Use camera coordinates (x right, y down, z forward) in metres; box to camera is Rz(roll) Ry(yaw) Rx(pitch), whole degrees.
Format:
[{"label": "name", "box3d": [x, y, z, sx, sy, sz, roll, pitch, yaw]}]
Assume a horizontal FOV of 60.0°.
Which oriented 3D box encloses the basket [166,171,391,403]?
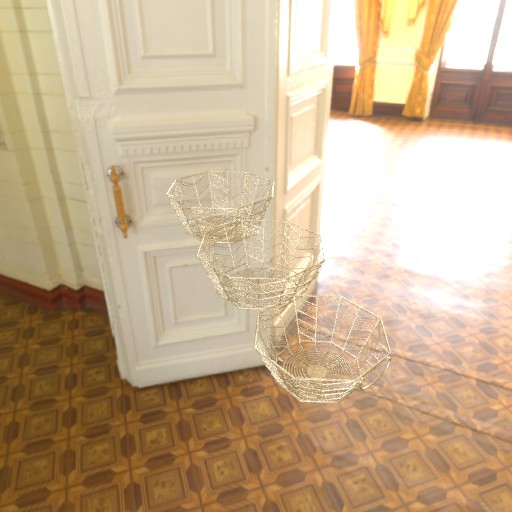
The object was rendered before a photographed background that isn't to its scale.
[{"label": "basket", "box3d": [0.000, 0.000, 1.425, 0.432, 0.178, 1.246, -10, 31, -17]}]
